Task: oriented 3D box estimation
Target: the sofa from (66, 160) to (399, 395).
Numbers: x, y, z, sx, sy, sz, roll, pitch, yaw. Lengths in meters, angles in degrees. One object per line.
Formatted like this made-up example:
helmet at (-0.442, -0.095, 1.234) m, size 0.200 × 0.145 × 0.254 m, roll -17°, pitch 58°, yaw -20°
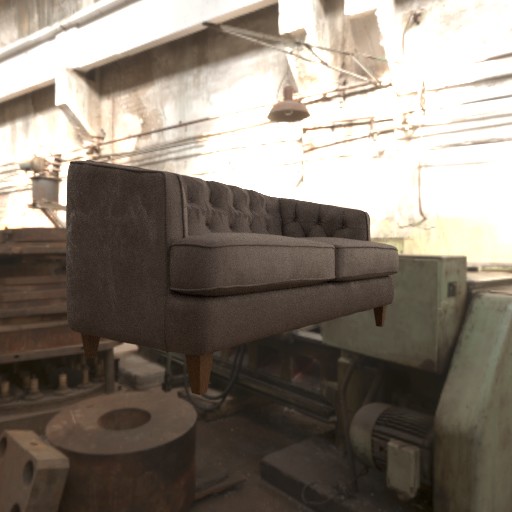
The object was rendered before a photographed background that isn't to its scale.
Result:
sofa at (0.000, 0.000, 2.247) m, size 0.941 × 0.855 × 1.733 m, roll 0°, pitch 0°, yaw 36°
